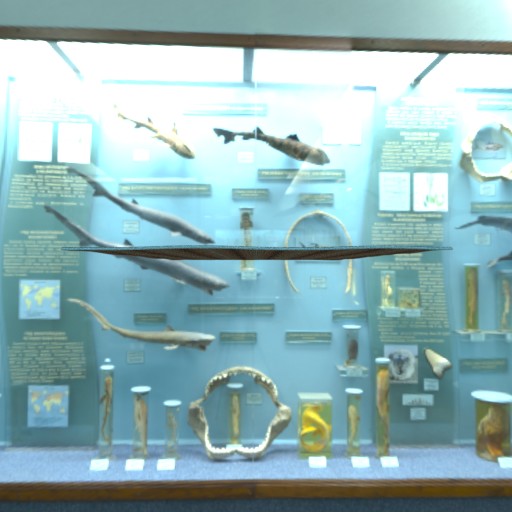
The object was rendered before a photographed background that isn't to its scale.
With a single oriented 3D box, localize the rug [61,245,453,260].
[{"bbox_3d":[0.000,0.000,2.250,1.195,0.014,1.847,0,-2,0],"label":"rug"}]
